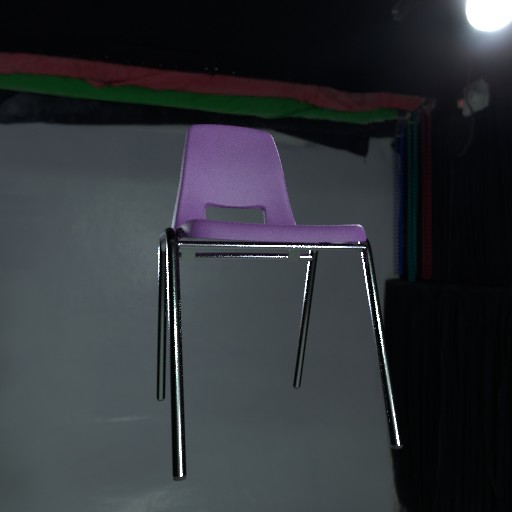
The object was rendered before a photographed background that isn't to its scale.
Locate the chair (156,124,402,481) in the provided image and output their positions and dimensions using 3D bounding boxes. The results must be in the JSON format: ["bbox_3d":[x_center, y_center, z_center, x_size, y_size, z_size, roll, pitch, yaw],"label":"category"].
[{"bbox_3d":[0.000,0.000,0.891,0.381,0.654,0.432,0,-1,-18],"label":"chair"}]
